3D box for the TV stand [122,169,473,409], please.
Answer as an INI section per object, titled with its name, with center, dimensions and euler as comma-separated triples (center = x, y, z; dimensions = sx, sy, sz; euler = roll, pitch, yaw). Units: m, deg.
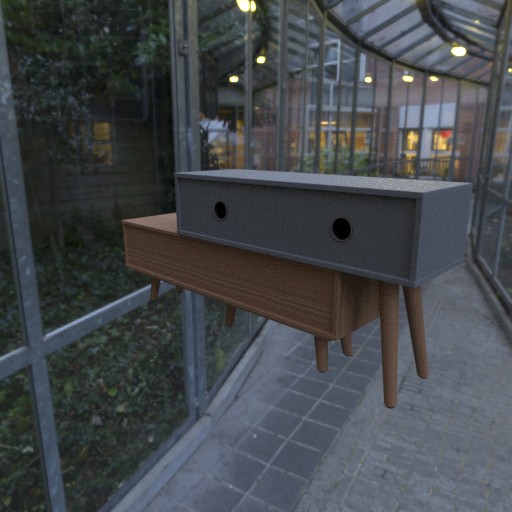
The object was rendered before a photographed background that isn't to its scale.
[TV stand]
center = 0.000, 0.000, 1.618
dimensions = 1.336, 0.591, 0.329
euler = 13, 20, 42
